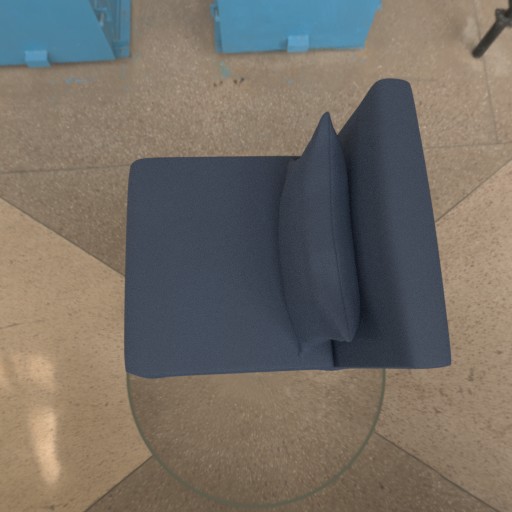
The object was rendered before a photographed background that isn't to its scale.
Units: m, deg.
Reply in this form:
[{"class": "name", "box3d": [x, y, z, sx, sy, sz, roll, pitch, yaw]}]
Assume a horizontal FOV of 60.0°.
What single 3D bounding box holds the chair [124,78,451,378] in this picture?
[{"class": "chair", "box3d": [0.000, 0.000, 1.478, 0.900, 0.808, 0.770, -3, 76, -1]}]
